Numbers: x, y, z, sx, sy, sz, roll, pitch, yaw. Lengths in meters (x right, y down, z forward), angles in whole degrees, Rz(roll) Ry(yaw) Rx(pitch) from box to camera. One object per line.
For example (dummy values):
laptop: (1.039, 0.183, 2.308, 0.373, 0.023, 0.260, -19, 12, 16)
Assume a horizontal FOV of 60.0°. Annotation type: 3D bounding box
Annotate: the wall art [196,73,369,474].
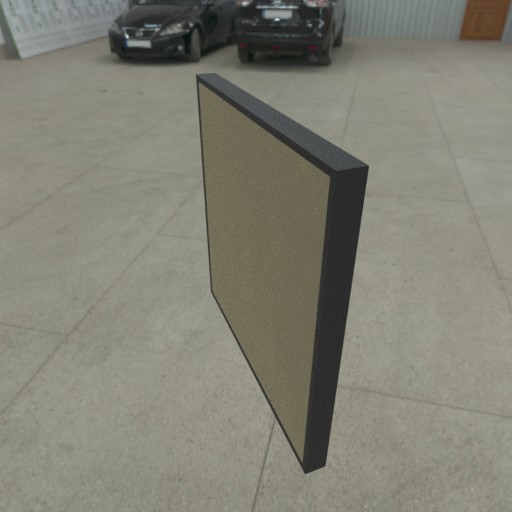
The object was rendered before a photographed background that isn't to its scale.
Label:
wall art: (0.000, 0.000, 0.767, 0.037, 0.507, 0.509, -12, 35, -18)
